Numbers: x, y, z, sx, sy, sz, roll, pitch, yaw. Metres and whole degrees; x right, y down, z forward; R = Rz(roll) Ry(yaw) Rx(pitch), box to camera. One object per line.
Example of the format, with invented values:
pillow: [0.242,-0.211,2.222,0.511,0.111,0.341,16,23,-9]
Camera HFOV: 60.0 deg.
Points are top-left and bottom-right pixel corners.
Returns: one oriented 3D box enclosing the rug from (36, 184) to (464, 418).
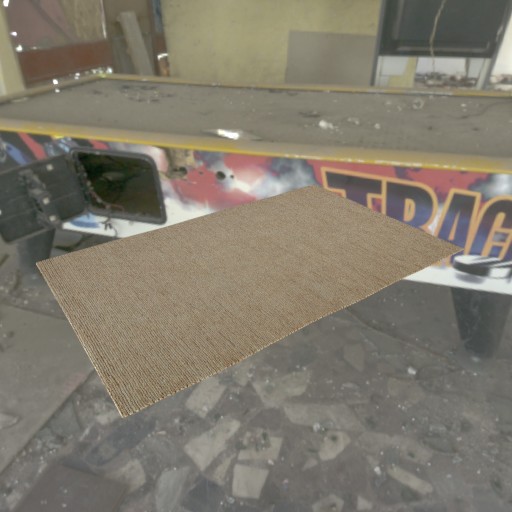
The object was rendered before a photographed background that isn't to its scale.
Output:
rug: [0.000,0.000,2.969,2.439,0.011,1.533,-20,35,-30]
